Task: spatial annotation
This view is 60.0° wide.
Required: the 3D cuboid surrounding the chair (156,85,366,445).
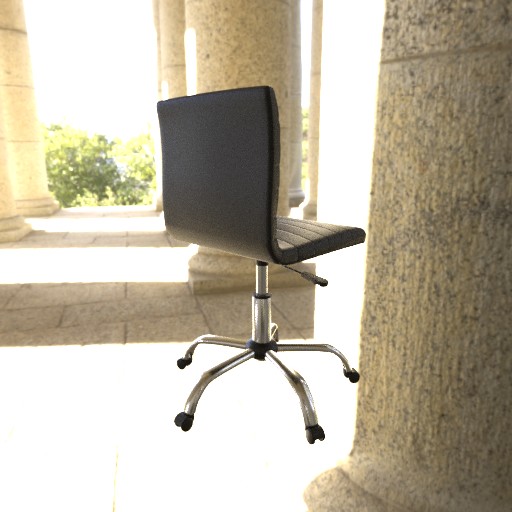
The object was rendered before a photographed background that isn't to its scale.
[{"bbox_3d":[0.000,0.000,1.156,0.530,0.780,0.556,-13,18,-43],"label":"chair"}]
